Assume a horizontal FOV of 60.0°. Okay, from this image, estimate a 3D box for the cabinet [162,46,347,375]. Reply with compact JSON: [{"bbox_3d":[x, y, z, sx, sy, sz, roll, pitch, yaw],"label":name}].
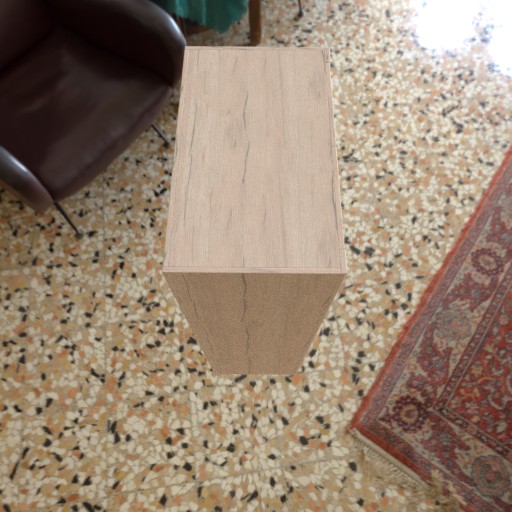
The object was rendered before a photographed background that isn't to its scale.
[{"bbox_3d":[0.000,0.000,2.461,0.580,1.930,0.980,0,66,0],"label":"cabinet"}]
